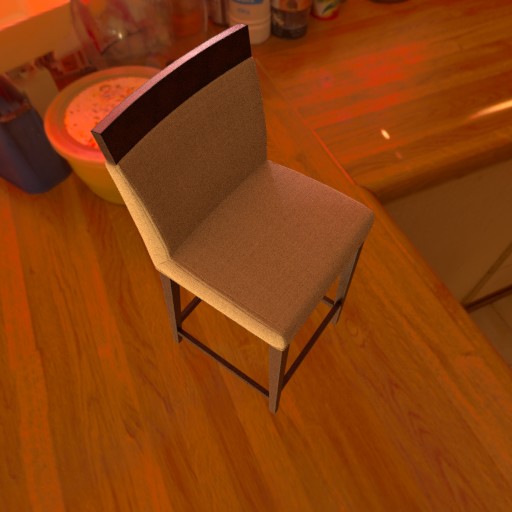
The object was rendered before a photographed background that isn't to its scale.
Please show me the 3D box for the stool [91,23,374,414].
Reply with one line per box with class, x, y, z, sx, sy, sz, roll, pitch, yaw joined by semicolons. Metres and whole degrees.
stool;0.000;0.000;1.260;0.480;1.011;0.463;31;62;19
